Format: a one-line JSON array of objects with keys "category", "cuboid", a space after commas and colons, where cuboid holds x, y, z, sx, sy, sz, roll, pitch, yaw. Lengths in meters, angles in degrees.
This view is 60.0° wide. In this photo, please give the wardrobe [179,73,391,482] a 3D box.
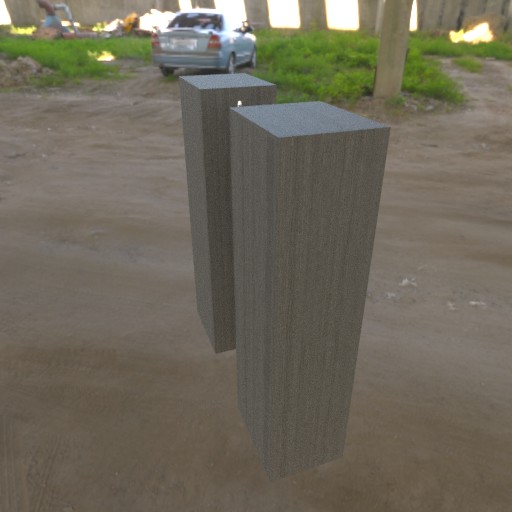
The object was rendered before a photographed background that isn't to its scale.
[{"category": "wardrobe", "cuboid": [0.000, 0.000, 2.889, 0.480, 2.000, 1.770, -10, 31, -18]}]
